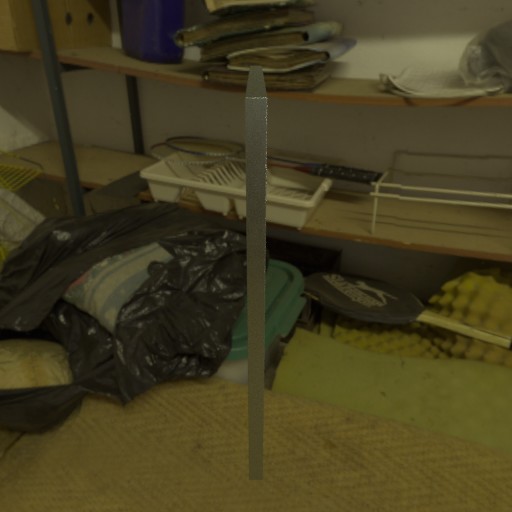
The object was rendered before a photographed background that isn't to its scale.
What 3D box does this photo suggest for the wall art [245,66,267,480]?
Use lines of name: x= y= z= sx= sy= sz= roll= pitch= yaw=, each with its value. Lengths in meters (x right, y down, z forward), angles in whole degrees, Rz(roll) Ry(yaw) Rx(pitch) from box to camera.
wall art: x=0.000 y=0.000 z=1.413 sx=0.041 sy=1.062 sz=0.803 roll=0 pitch=27 yaw=0
